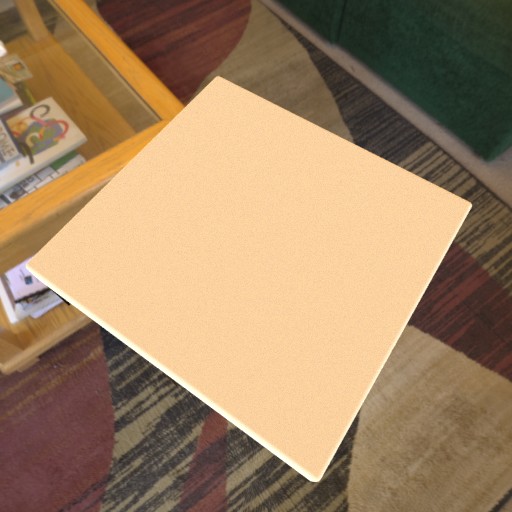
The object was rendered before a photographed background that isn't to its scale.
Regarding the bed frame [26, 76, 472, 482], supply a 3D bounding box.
[{"bbox_3d":[0.000,0.000,3.051,2.079,0.659,1.963,32,68,15],"label":"bed frame"}]
